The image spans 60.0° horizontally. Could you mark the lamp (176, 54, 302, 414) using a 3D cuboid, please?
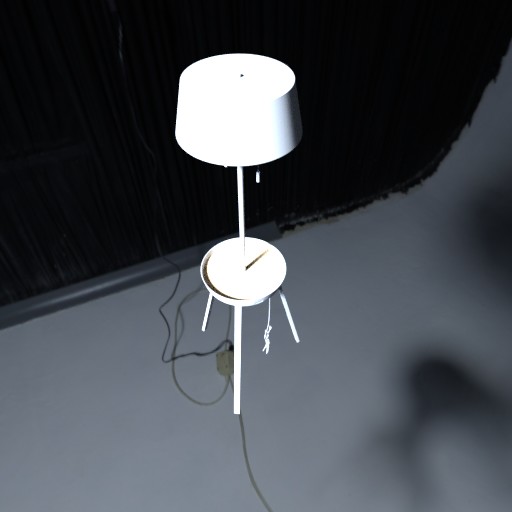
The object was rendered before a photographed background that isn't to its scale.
[{"bbox_3d":[0.000,0.000,1.692,0.468,1.429,0.508,-17,49,-15],"label":"lamp"}]
